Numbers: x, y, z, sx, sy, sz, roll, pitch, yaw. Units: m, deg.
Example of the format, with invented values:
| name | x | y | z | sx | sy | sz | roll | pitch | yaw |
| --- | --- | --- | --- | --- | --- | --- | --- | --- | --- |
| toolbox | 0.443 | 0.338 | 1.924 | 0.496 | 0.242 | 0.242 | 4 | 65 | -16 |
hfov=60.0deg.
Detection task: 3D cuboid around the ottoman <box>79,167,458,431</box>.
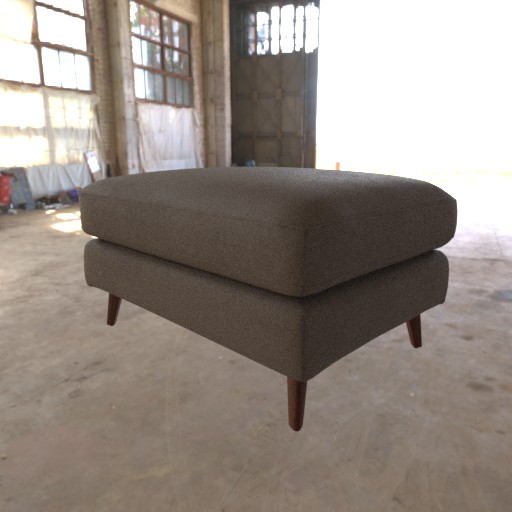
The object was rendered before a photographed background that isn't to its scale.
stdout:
| name | x | y | z | sx | sy | sz | roll | pitch | yaw |
| --- | --- | --- | --- | --- | --- | --- | --- | --- | --- |
| ottoman | 0.000 | 0.000 | 1.149 | 0.811 | 0.449 | 0.608 | 13 | 19 | 43 |
